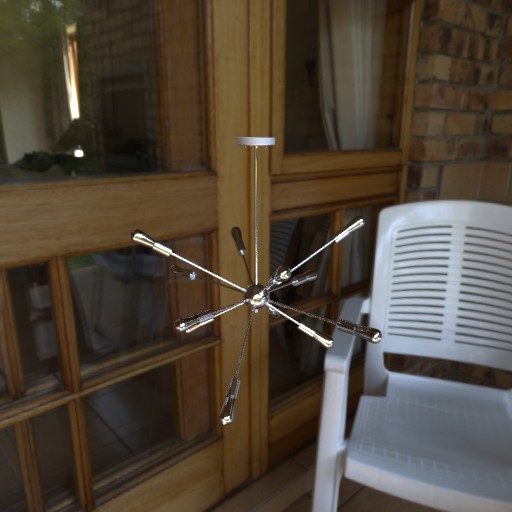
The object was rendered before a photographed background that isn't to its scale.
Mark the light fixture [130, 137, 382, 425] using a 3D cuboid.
[{"bbox_3d":[0.000,0.000,1.082,0.684,0.558,0.509,14,21,41],"label":"light fixture"}]
